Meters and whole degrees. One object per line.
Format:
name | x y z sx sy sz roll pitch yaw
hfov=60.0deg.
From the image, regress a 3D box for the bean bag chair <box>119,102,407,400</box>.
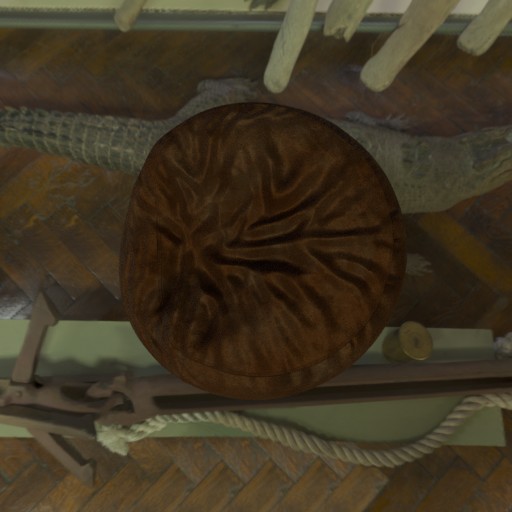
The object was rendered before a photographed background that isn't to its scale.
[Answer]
bean bag chair | 0.000 0.000 1.492 0.918 0.616 0.918 0 76 0
